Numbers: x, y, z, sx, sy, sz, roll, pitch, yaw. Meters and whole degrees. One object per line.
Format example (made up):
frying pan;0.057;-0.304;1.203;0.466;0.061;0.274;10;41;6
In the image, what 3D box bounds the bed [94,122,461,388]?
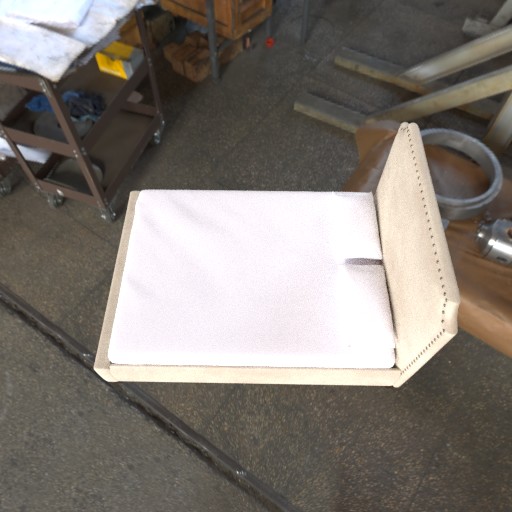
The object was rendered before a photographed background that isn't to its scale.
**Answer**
bed;0.000;0.000;3.452;2.372;1.443;1.712;1;59;1
